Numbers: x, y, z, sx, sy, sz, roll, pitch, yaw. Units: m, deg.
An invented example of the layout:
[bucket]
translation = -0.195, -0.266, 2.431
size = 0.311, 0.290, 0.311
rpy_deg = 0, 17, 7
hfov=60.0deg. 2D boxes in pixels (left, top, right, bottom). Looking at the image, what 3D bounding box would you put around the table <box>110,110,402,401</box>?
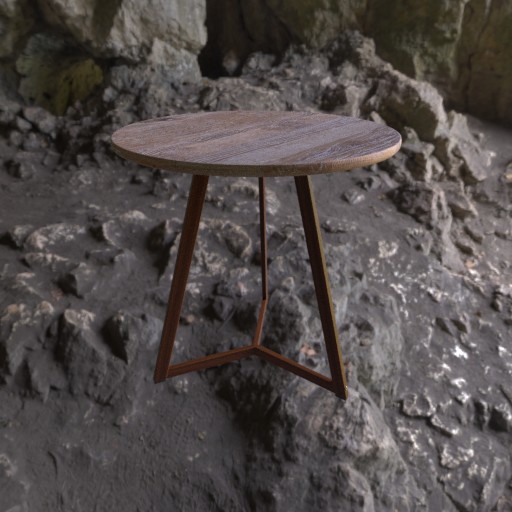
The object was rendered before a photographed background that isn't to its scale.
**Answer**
[table]
translation = 0.000, 0.000, 0.900
size = 0.500, 0.500, 0.500
rpy_deg = 0, 26, 0
